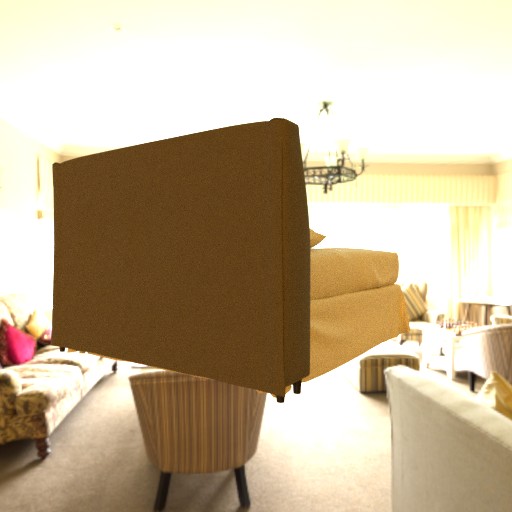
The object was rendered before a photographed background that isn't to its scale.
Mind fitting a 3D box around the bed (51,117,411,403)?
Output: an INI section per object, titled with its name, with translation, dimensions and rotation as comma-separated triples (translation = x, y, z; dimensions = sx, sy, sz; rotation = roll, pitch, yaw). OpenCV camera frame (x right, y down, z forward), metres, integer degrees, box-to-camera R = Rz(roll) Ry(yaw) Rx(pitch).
[bed]
translation = 0.000, 0.000, 3.459
dimensions = 1.925, 1.332, 2.276
rotation = 1, 1, 35
